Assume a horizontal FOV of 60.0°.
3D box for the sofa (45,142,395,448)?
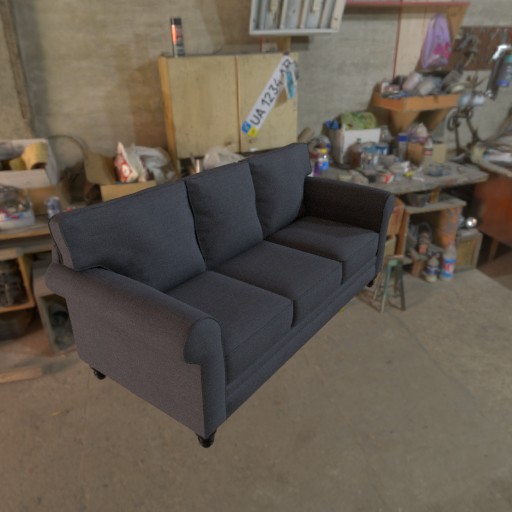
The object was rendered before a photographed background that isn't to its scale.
[{"bbox_3d":[0.000,0.000,2.599,0.909,0.966,2.084,17,30,32],"label":"sofa"}]
